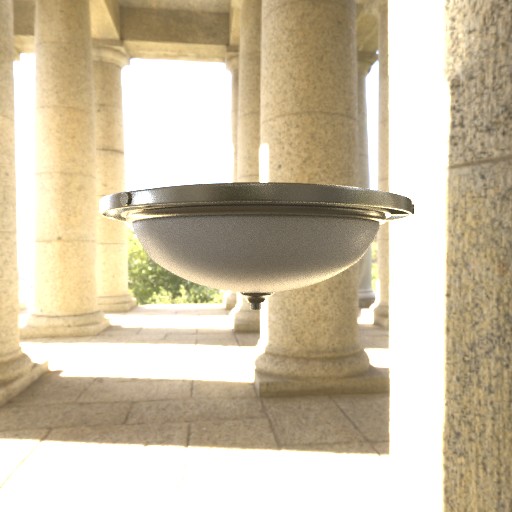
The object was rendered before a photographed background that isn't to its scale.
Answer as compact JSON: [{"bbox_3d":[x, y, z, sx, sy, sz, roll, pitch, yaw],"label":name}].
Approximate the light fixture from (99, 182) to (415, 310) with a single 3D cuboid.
[{"bbox_3d":[0.000,0.000,0.542,0.361,0.130,0.361,0,0,0],"label":"light fixture"}]
